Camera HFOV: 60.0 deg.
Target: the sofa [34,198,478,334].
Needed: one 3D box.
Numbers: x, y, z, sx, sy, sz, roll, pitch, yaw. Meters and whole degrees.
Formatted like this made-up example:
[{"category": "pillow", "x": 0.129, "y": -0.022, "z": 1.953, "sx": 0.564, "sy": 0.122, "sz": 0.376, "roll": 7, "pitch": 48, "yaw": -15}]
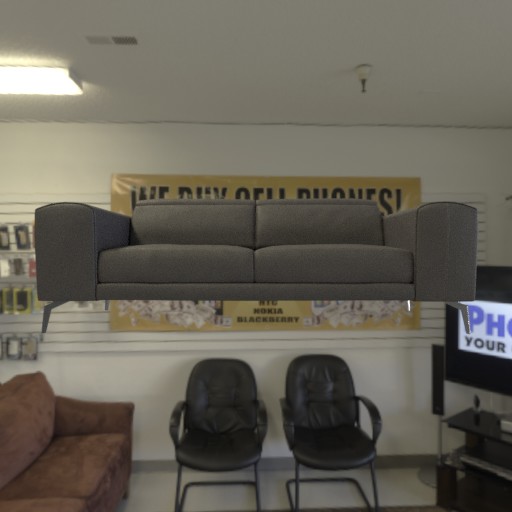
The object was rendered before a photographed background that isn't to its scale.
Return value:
[{"category": "sofa", "x": 0.000, "y": 0.000, "z": 2.798, "sx": 2.330, "sy": 0.814, "sz": 1.048, "roll": 0, "pitch": 0, "yaw": 1}]
